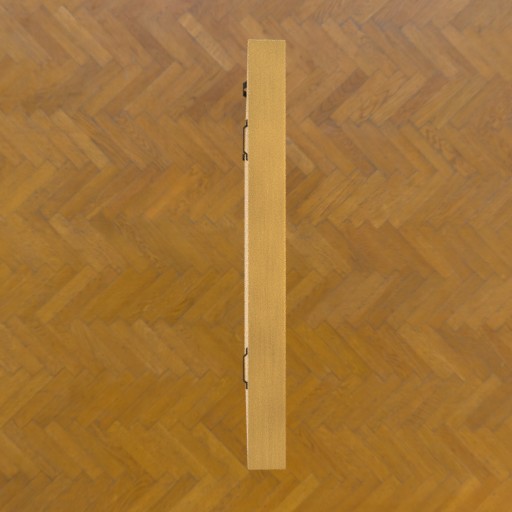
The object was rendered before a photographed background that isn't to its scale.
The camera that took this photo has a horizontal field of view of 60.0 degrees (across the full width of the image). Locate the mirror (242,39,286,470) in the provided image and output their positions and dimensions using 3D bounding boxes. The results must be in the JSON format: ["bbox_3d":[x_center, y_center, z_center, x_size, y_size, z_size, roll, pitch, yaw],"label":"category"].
[{"bbox_3d":[0.000,0.000,0.672,0.041,0.509,0.406,0,90,-2],"label":"mirror"}]
